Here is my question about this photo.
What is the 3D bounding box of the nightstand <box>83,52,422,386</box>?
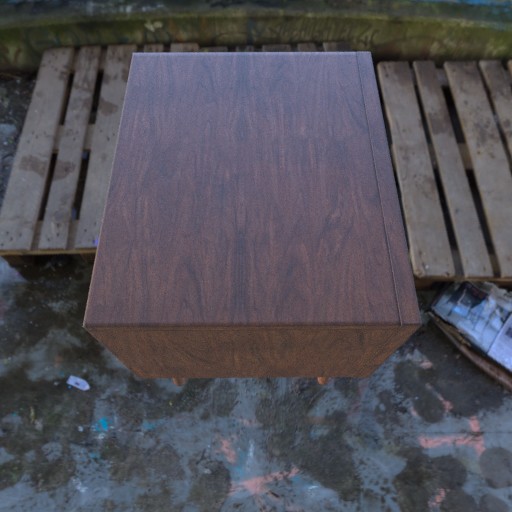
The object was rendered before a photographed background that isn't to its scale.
[{"bbox_3d":[0.000,0.000,0.954,0.445,0.607,0.521,0,62,0],"label":"nightstand"}]
